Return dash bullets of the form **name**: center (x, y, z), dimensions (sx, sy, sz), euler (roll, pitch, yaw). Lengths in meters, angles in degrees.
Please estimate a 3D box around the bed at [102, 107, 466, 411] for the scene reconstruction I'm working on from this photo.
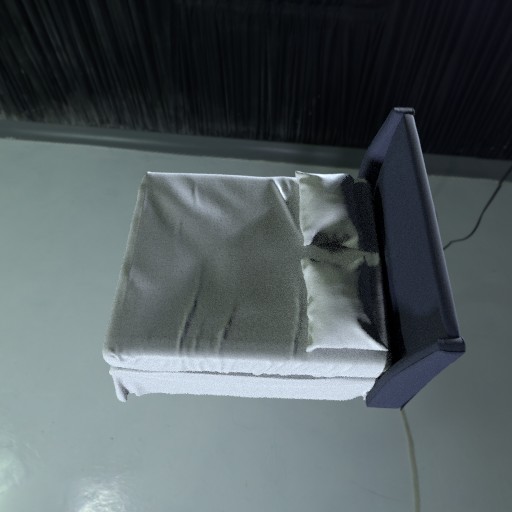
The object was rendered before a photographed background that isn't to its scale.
- **bed**: center (0.000, 0.000, 3.353), dimensions (2.276, 1.332, 1.925), euler (2, 58, 1)
